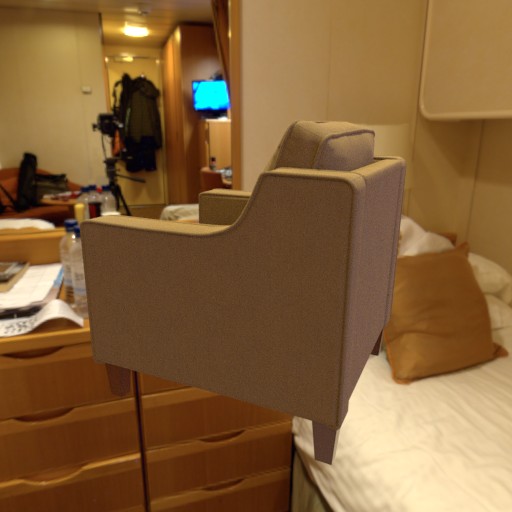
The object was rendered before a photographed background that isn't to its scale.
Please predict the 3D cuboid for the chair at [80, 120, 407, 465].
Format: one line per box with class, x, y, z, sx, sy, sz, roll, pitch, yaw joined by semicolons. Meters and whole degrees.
chair;0.000;0.000;1.647;0.909;0.960;0.831;8;18;24
